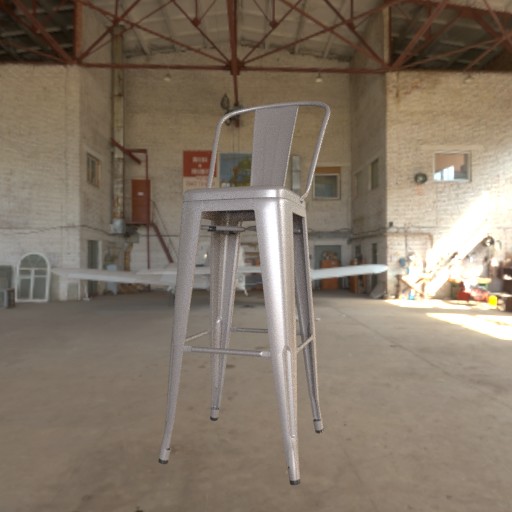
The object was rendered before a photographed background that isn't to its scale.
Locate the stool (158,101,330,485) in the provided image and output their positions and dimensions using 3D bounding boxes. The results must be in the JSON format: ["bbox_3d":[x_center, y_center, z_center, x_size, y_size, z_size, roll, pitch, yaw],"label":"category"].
[{"bbox_3d":[0.000,0.000,1.348,0.399,1.096,0.513,0,0,18],"label":"stool"}]
